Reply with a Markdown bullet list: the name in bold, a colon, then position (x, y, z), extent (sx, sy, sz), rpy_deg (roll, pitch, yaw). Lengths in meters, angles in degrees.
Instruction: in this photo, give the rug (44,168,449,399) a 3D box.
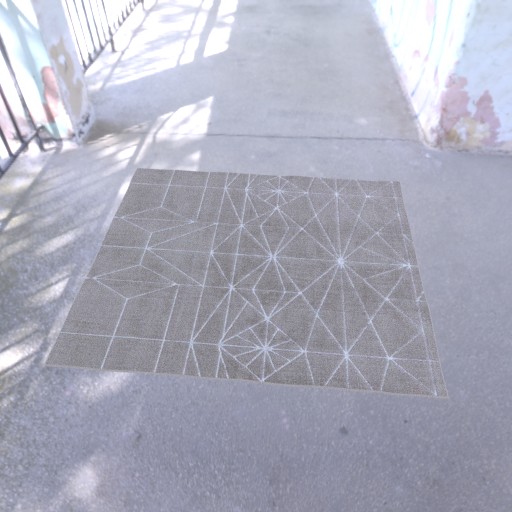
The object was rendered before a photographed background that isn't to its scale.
- **rug**: position (0.000, 0.000, 0.881), extent (0.639, 0.006, 0.548), rpy_deg (4, 46, 4)
